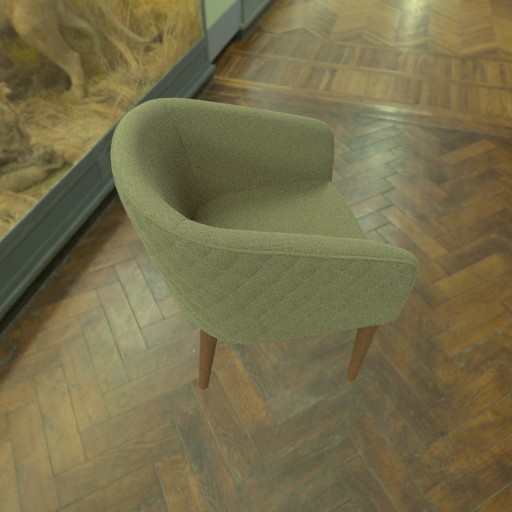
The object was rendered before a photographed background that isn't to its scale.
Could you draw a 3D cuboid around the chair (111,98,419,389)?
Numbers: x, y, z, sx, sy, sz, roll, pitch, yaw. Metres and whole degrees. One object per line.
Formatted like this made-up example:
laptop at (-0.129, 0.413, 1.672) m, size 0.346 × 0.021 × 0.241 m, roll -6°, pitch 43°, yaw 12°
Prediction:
chair at (0.000, 0.000, 1.226) m, size 0.616 × 0.775 × 0.584 m, roll -10°, pitch 48°, yaw -9°
